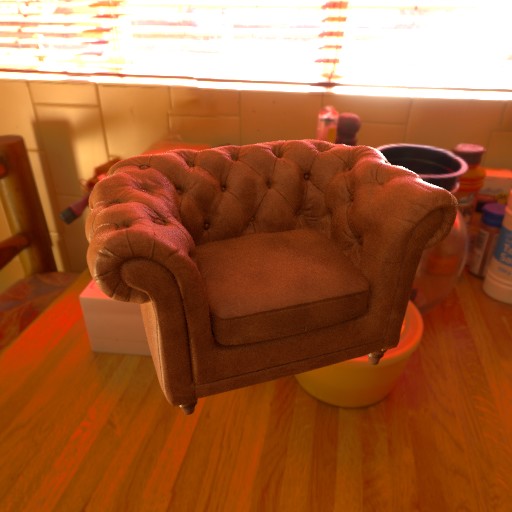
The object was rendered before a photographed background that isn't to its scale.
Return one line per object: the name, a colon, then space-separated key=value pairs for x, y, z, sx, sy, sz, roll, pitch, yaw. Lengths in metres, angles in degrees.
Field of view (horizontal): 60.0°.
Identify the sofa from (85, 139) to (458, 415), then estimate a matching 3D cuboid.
sofa: x=0.000 y=0.000 z=2.073 sx=1.405 sy=0.878 sz=1.033 roll=-10 pitch=32 yaw=-16
